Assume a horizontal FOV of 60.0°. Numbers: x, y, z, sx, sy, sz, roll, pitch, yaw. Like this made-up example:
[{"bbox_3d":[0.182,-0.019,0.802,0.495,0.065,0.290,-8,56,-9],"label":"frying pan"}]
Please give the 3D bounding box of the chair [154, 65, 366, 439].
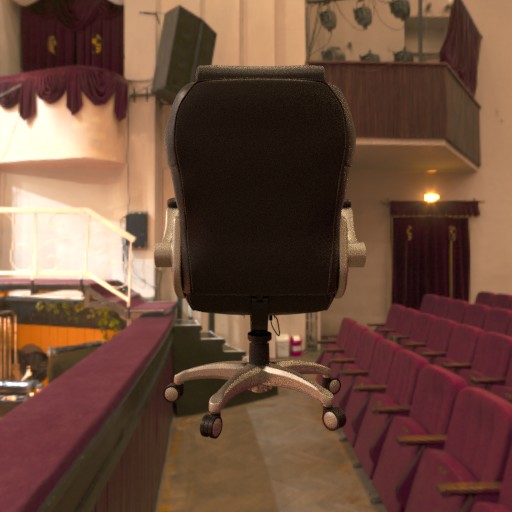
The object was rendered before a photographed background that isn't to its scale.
[{"bbox_3d":[0.000,0.000,1.674,0.724,1.141,0.801,0,-1,0],"label":"chair"}]
